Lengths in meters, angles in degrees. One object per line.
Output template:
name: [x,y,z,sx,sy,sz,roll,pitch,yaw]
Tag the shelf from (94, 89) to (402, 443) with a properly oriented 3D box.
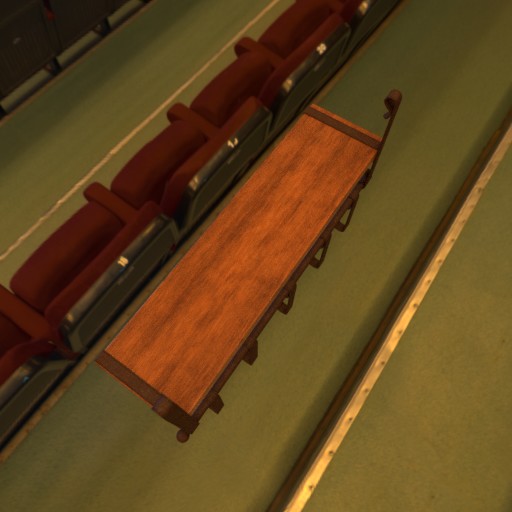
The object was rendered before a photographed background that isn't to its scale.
shelf: [0.000,0.000,0.701,0.146,0.330,0.567,32,68,14]
